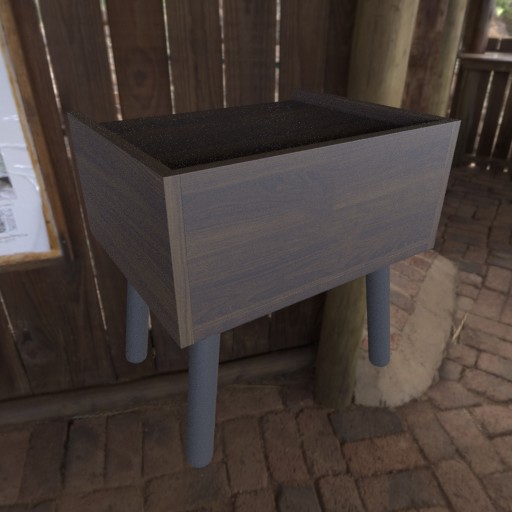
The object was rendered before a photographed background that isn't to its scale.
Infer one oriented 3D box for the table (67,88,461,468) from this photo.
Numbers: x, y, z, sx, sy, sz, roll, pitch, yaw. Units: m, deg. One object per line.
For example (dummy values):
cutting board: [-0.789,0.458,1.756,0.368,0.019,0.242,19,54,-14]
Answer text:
table: [0.000,0.000,0.766,0.450,0.470,0.370,-18,33,-29]
